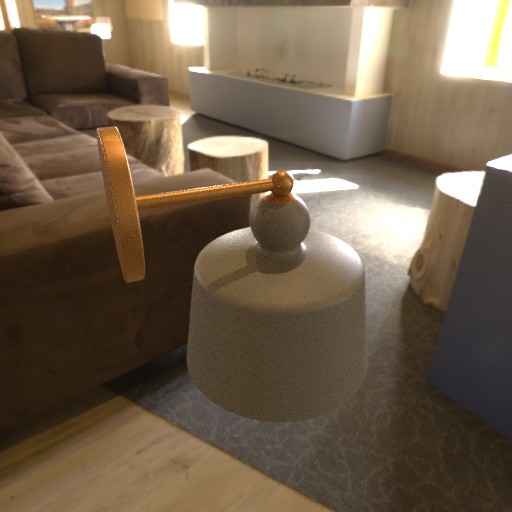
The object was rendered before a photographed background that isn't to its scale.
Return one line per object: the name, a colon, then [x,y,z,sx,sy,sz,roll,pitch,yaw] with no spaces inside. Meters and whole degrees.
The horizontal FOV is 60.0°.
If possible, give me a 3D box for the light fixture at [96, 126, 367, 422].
light fixture: [0.000,0.000,0.437,0.254,0.268,0.204,-11,31,-19]
